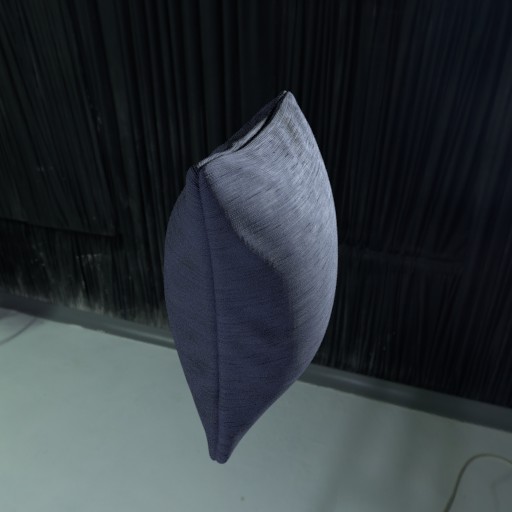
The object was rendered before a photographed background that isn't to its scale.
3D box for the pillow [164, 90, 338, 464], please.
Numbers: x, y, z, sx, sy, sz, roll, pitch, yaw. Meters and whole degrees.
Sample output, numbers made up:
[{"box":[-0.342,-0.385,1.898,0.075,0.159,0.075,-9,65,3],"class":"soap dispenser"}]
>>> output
[{"box":[0.000,0.000,0.673,0.246,0.414,0.432,7,31,13],"class":"pillow"}]
